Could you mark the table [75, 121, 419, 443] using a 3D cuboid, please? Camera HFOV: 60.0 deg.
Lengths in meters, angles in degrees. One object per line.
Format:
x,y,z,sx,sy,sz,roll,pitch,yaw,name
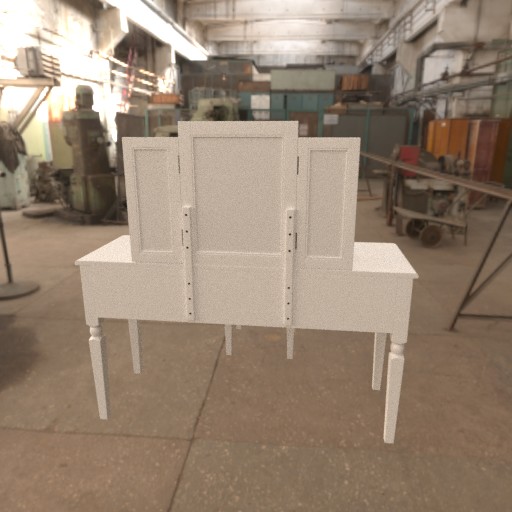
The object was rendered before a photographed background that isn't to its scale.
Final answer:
0.000,0.000,2.290,1.369,1.310,1.115,2,16,7,table
